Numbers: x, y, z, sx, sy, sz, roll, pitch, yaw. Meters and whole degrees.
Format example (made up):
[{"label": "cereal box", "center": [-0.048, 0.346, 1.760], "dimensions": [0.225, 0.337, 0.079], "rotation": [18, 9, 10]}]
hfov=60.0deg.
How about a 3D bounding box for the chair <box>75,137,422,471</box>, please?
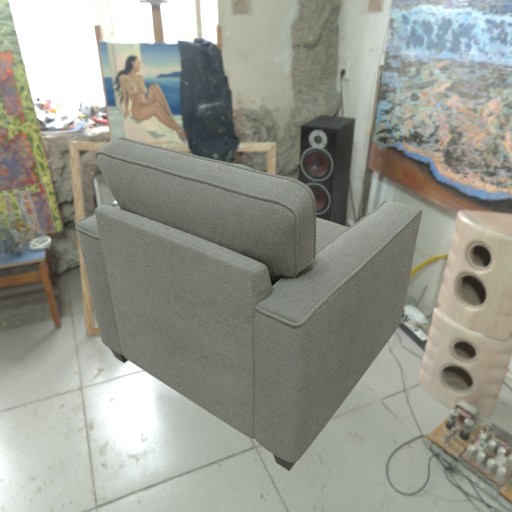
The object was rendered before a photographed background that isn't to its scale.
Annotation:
[{"label": "chair", "center": [0.000, 0.000, 1.777], "dimensions": [1.015, 0.965, 0.939], "rotation": [20, 35, 31]}]
